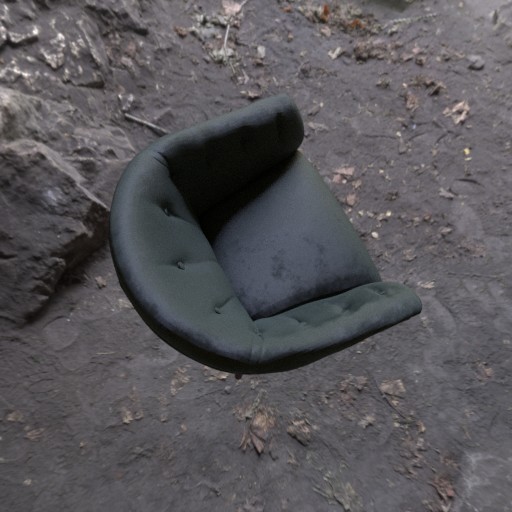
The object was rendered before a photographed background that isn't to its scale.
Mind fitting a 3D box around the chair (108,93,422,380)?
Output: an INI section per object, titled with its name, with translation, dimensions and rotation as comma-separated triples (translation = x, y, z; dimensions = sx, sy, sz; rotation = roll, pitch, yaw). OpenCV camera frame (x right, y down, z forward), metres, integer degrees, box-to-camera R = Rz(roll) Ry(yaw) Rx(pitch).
[chair]
translation = 0.000, 0.000, 1.534
dimensions = 0.776, 0.885, 0.851
rotation = -27, 77, -7
